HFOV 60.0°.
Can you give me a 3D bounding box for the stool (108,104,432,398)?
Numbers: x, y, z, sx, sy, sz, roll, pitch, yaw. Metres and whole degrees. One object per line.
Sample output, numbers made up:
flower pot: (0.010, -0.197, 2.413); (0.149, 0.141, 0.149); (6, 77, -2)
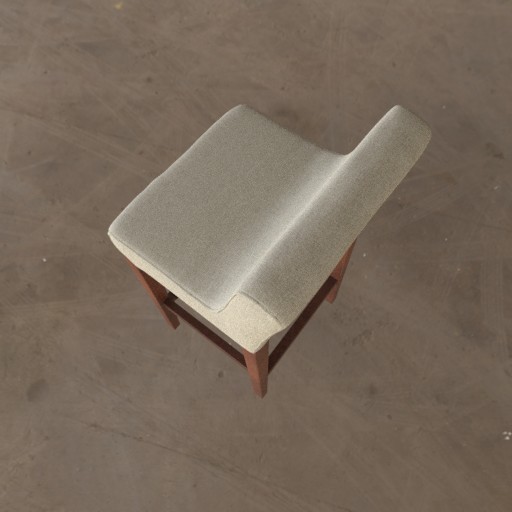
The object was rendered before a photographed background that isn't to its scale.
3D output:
stool: (0.000, 0.000, 1.224); (0.500, 0.937, 0.511); (34, 68, 16)
